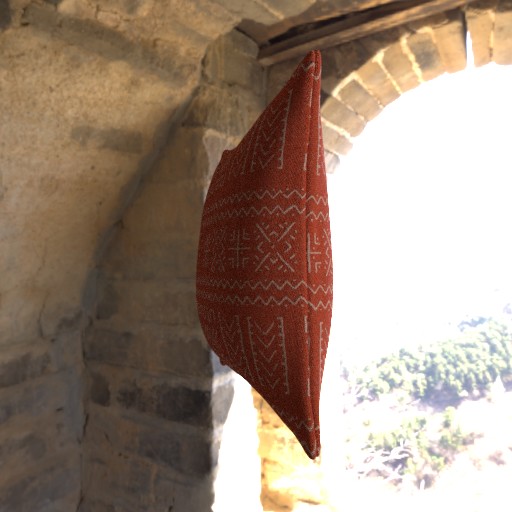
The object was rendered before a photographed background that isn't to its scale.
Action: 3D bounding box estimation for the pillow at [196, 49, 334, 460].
[{"bbox_3d":[0.000,0.000,0.667,0.164,0.429,0.438,0,-1,-17],"label":"pillow"}]
